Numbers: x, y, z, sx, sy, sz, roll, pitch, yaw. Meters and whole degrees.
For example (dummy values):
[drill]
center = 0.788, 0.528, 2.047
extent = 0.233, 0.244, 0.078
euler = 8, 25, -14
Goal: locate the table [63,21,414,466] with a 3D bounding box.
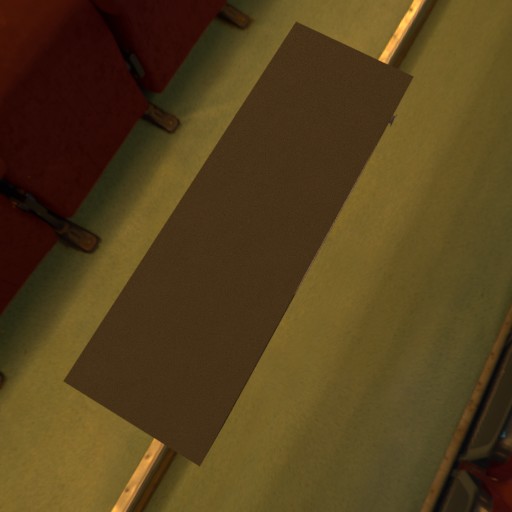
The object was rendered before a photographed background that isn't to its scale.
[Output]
[table]
center = 0.000, 0.000, 1.597
extent = 0.400, 0.855, 1.200
euler = 29, 77, 7
